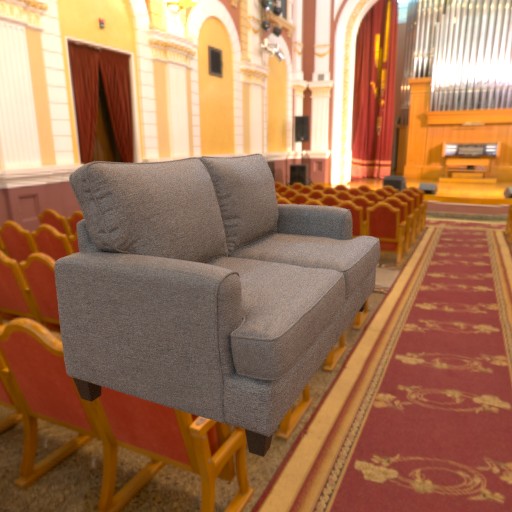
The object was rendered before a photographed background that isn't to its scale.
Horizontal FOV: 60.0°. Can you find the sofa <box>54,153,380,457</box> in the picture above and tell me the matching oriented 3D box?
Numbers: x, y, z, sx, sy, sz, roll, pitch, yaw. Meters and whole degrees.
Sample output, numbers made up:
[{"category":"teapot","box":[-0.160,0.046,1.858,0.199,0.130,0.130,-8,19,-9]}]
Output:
[{"category":"sofa","box":[0.000,0.000,2.210,0.965,0.965,1.651,7,16,25]}]
